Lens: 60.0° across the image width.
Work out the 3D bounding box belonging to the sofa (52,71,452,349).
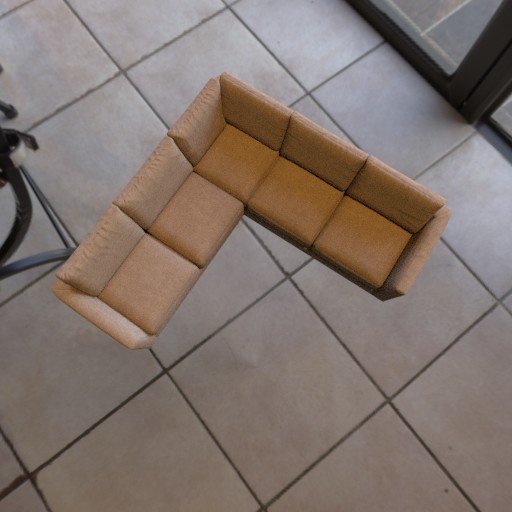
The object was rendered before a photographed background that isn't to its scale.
[{"bbox_3d":[0.000,0.000,3.840,2.438,0.864,2.438,33,78,8],"label":"sofa"}]
